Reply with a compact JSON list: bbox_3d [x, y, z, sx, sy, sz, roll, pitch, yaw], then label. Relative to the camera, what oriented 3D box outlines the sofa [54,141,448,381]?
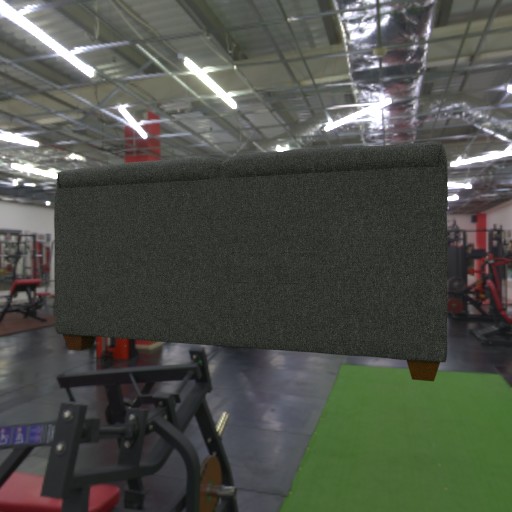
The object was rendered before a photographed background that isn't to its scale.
[{"bbox_3d":[0.000,0.000,2.394,1.846,0.958,0.998,0,0,19],"label":"sofa"}]
